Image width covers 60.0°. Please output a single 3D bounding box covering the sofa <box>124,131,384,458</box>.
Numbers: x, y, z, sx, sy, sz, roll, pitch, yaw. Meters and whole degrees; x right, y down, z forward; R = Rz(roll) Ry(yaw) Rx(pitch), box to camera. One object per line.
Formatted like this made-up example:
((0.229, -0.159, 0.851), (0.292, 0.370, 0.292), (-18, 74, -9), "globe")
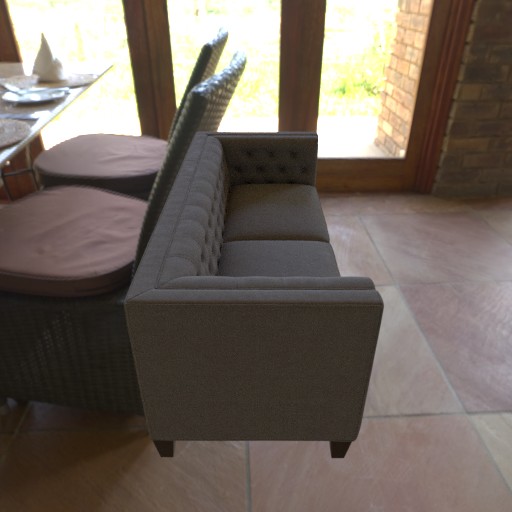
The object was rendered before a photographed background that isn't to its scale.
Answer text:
((0.000, 0.000, 2.239), (0.775, 0.762, 1.778), (0, 32, 0), "sofa")
